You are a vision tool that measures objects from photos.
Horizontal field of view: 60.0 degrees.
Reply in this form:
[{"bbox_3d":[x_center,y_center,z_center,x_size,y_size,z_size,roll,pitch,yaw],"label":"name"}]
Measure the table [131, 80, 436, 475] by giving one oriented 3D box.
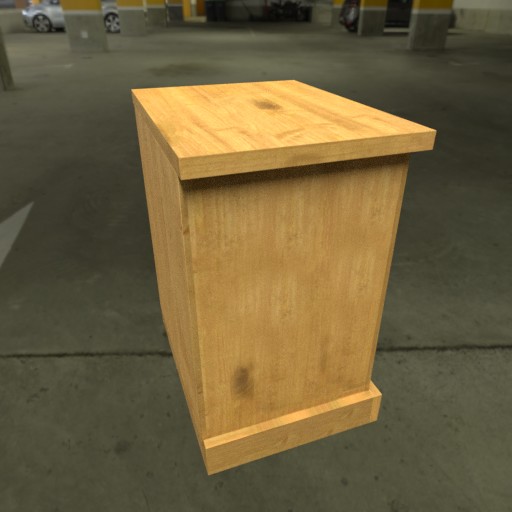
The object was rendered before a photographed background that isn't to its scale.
[{"bbox_3d":[0.000,0.000,1.244,0.500,0.813,0.660,-10,32,-17],"label":"table"}]
